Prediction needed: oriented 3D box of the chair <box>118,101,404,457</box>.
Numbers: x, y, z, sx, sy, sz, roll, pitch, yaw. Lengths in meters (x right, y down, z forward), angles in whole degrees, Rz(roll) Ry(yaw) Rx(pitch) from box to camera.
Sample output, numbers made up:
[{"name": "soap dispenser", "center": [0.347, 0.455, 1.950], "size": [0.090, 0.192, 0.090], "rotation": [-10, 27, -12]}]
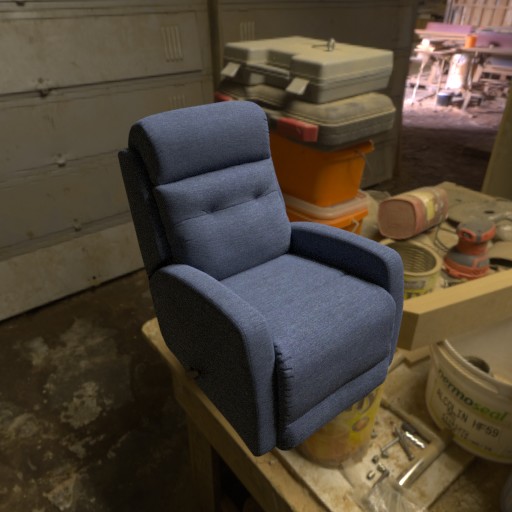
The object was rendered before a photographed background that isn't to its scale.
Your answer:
[{"name": "chair", "center": [0.000, 0.000, 1.764], "size": [0.798, 1.013, 1.043], "rotation": [-21, 37, -31]}]
